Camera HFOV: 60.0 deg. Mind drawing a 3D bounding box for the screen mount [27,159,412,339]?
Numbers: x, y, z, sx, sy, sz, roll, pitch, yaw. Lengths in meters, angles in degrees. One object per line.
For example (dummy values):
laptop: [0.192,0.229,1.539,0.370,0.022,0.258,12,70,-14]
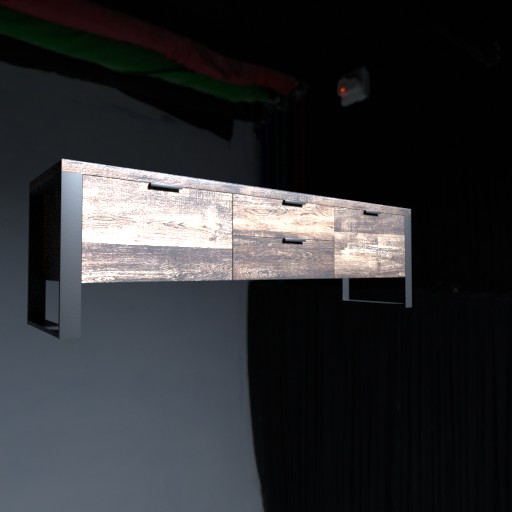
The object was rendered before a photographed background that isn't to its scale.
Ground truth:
screen mount: [0.000,0.000,1.719,1.524,0.450,0.395,1,-2,-38]
